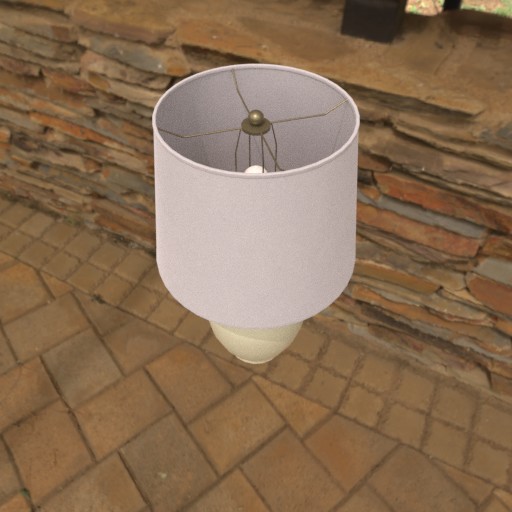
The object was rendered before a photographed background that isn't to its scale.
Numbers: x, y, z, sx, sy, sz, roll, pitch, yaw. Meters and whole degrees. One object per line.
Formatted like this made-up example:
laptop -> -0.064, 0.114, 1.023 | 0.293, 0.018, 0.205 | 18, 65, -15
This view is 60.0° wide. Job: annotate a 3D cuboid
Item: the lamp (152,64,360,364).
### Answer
lamp -> 0.000, 0.000, 0.554 | 0.239, 0.399, 0.239 | 0, 48, 0
